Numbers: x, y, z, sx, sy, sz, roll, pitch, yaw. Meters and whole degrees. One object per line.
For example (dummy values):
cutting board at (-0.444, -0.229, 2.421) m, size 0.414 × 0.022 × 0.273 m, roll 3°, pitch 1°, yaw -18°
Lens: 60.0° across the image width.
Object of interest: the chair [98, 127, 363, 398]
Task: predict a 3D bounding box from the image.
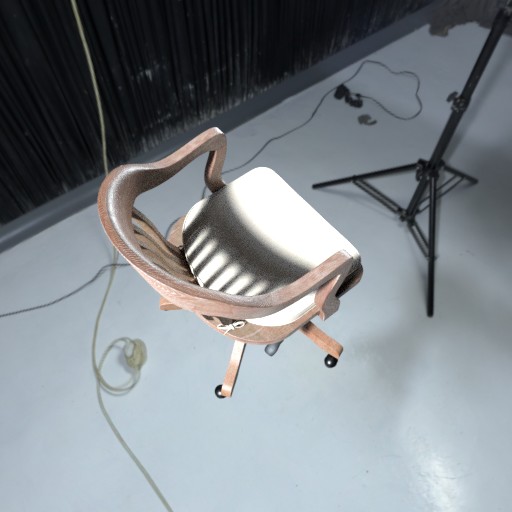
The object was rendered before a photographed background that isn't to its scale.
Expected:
chair at (0.000, 0.000, 1.466) m, size 0.788 × 0.878 × 0.750 m, roll -33°, pitch 64°, yaw -19°
